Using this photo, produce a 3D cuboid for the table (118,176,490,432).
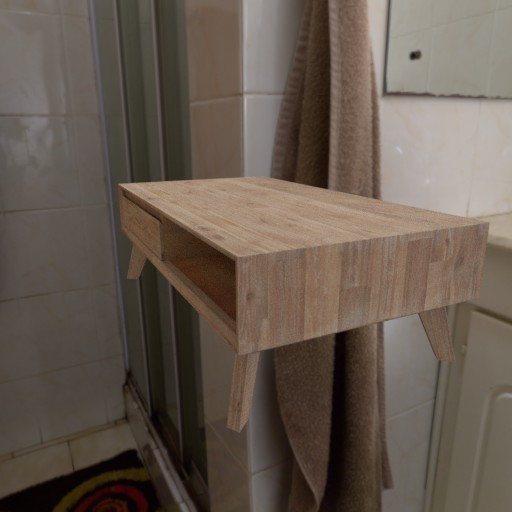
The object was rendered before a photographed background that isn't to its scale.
[{"bbox_3d":[0.000,0.000,2.028,0.918,0.531,1.619,-8,18,-25],"label":"table"}]
